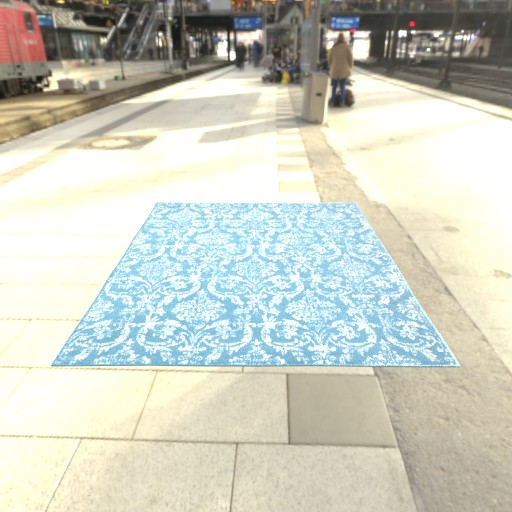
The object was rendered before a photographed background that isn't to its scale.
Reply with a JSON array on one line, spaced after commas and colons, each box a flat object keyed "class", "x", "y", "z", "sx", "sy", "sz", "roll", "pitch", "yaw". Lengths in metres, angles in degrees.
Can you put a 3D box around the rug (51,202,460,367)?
[{"class": "rug", "x": 0.000, "y": 0.000, "z": 3.899, "sx": 2.363, "sy": 0.012, "sz": 2.980, "roll": 0, "pitch": 25, "yaw": 0}]
